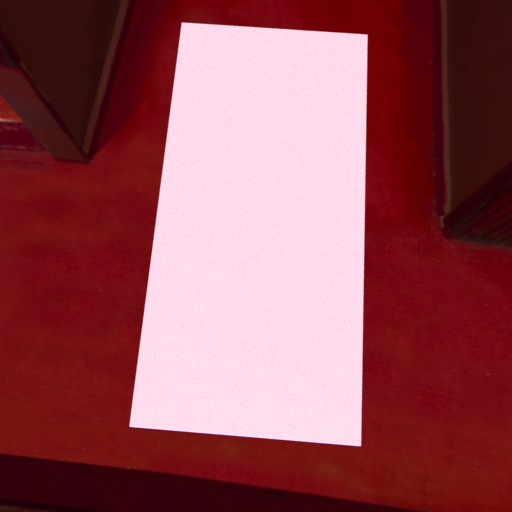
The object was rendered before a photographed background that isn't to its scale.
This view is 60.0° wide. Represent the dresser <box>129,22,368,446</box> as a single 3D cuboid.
[{"bbox_3d":[0.000,0.000,1.213,0.420,0.740,0.830,4,75,1],"label":"dresser"}]
